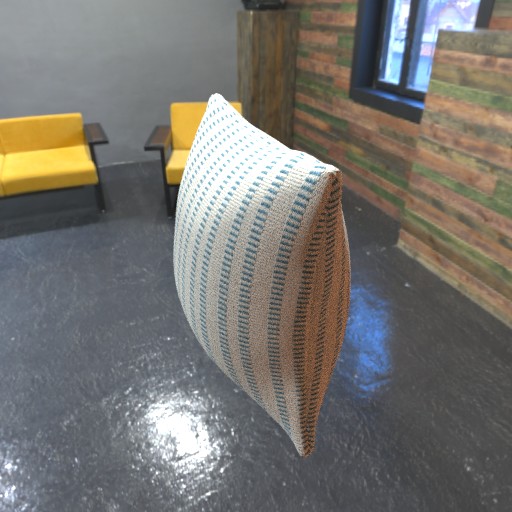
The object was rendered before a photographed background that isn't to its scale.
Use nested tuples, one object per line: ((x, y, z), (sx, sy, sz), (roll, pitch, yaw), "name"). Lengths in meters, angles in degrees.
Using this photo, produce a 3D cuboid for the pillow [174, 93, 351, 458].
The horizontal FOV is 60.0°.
((0.000, 0.000, 0.693), (0.247, 0.419, 0.438), (-10, 31, -17), "pillow")
